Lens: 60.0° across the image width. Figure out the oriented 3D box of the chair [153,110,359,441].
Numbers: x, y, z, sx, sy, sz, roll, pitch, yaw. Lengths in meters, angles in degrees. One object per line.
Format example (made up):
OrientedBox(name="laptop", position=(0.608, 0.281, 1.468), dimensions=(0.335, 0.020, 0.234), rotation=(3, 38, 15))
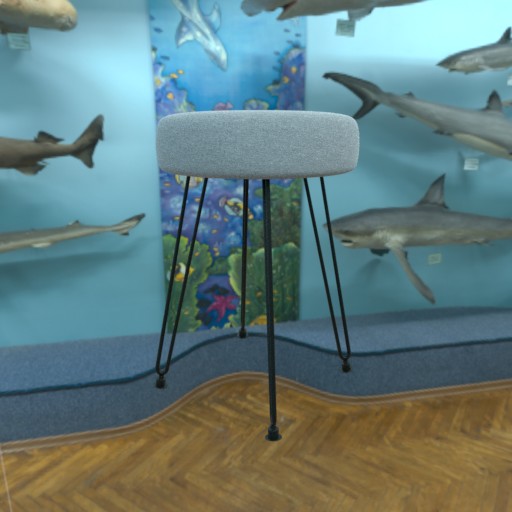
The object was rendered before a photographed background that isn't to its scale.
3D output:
OrientedBox(name="chair", position=(0.000, 0.000, 0.715), dimensions=(0.350, 0.440, 0.350), rotation=(-3, 16, -9))
